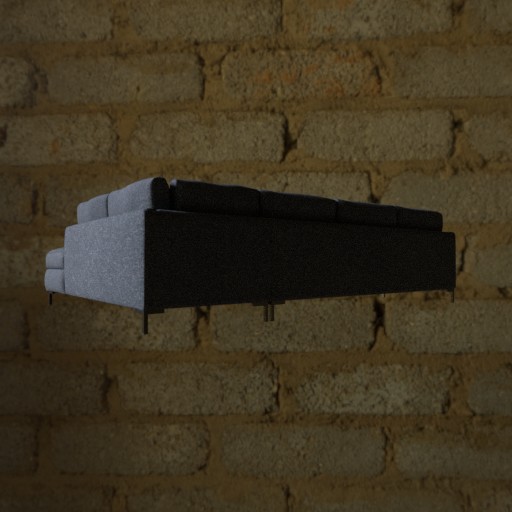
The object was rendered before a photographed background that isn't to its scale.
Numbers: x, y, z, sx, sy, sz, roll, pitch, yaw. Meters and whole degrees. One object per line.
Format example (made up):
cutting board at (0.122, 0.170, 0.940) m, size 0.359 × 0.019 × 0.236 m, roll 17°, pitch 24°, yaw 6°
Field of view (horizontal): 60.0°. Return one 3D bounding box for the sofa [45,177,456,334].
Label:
sofa at (0.000, 0.000, 3.802) m, size 2.949 × 0.815 × 2.007 m, roll 1°, pitch -1°, yaw -37°
